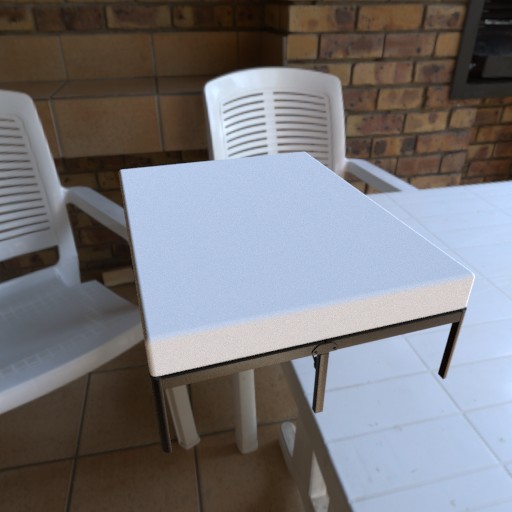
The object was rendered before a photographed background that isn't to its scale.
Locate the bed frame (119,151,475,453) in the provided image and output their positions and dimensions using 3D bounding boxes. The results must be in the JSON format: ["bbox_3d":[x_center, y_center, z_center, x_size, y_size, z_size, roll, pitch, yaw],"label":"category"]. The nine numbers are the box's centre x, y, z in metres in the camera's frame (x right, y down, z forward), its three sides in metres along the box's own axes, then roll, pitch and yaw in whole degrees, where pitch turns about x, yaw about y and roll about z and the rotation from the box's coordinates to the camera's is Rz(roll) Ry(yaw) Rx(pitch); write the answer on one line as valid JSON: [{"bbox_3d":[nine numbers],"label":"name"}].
[{"bbox_3d":[0.000,0.000,2.876,1.557,0.659,2.072,-9,31,-15],"label":"bed frame"}]
